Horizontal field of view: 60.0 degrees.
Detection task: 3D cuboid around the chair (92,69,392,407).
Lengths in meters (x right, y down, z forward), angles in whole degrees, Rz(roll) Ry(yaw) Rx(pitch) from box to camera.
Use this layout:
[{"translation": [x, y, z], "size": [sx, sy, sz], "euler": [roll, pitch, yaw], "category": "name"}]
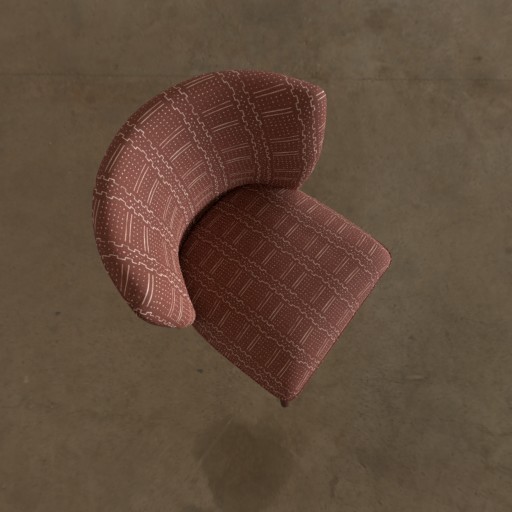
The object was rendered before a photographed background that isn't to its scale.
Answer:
[{"translation": [0.000, 0.000, 1.398], "size": [0.758, 0.866, 0.706], "euler": [36, 77, 10], "category": "chair"}]
